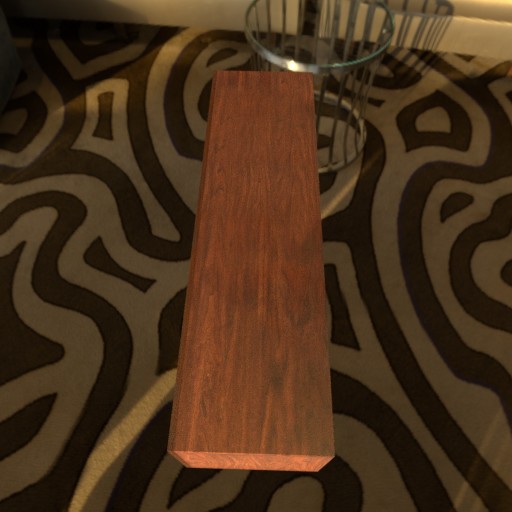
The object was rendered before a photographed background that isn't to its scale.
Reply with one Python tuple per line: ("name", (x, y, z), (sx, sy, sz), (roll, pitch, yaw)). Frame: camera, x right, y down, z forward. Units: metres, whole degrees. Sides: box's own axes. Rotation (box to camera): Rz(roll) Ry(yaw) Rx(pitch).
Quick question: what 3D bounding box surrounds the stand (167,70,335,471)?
("stand", (0.000, 0.000, 1.887), (0.481, 0.610, 1.626), (1, 59, 1))
